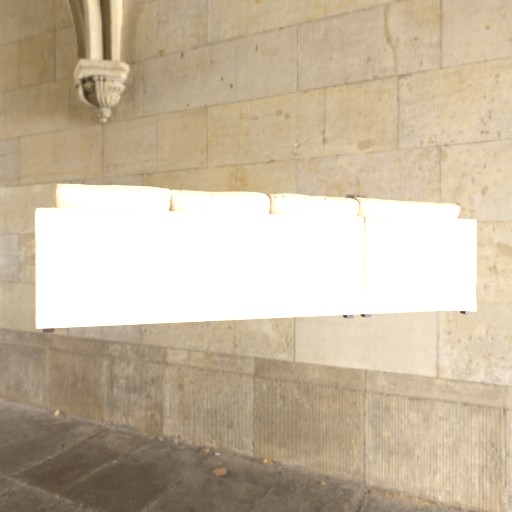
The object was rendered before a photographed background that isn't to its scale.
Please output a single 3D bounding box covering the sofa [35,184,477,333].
[{"bbox_3d":[0.000,0.000,3.798,3.205,0.922,1.650,0,0,-17],"label":"sofa"}]
